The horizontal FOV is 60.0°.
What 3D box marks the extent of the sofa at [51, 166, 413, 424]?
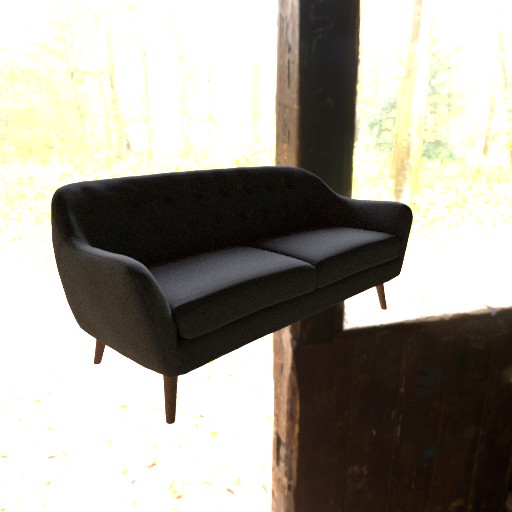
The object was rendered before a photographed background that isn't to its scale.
[{"bbox_3d":[0.000,0.000,2.237,1.840,0.820,0.820,-15,22,-43],"label":"sofa"}]
